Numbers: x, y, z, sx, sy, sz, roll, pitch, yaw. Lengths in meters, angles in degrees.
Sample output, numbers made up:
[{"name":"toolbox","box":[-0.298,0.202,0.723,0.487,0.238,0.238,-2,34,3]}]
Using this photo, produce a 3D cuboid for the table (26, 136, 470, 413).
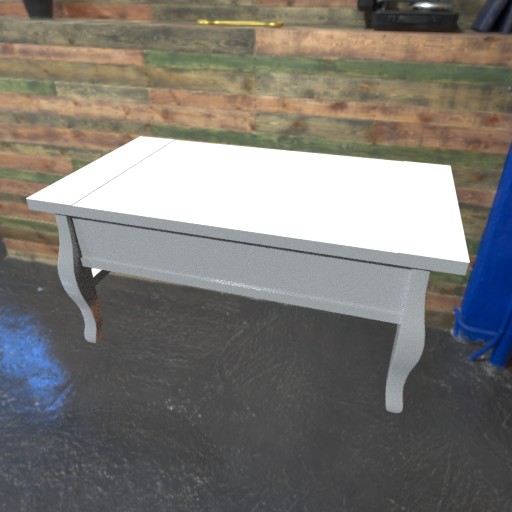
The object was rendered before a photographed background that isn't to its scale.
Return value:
[{"name":"table","box":[0.000,0.000,1.375,1.062,0.495,0.600,9,32,15]}]
